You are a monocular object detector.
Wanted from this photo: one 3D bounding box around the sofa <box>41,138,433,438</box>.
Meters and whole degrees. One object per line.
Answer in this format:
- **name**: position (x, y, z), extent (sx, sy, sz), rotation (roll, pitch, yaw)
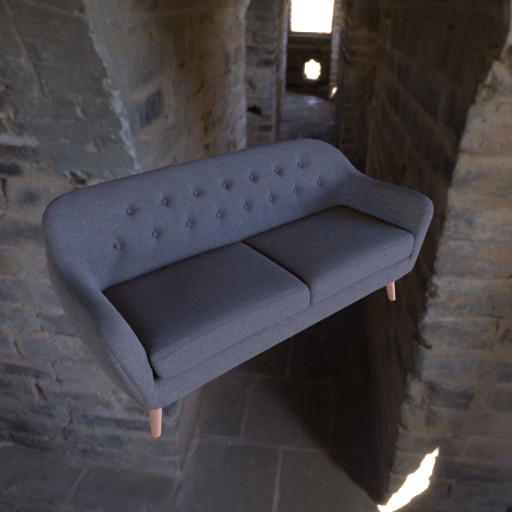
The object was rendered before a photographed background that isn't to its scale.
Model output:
- **sofa**: position (0.000, 0.000, 2.200), extent (1.840, 0.820, 0.820), rotation (-21, 36, -32)
